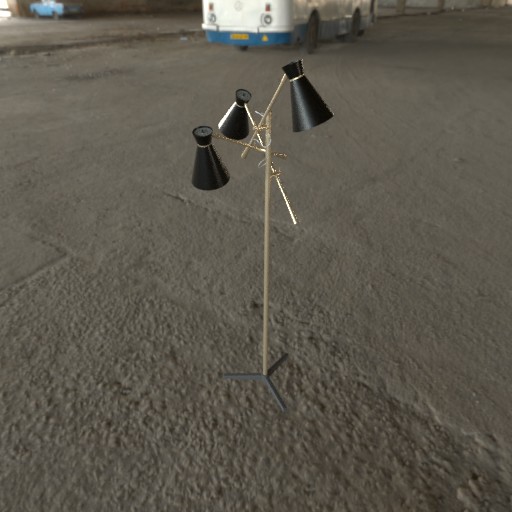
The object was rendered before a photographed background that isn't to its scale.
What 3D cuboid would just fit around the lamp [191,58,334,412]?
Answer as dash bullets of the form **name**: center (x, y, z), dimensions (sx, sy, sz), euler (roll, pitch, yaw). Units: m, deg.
- **lamp**: center (0.000, 0.000, 2.134), dimensions (0.750, 1.804, 0.653), euler (20, 36, 29)
